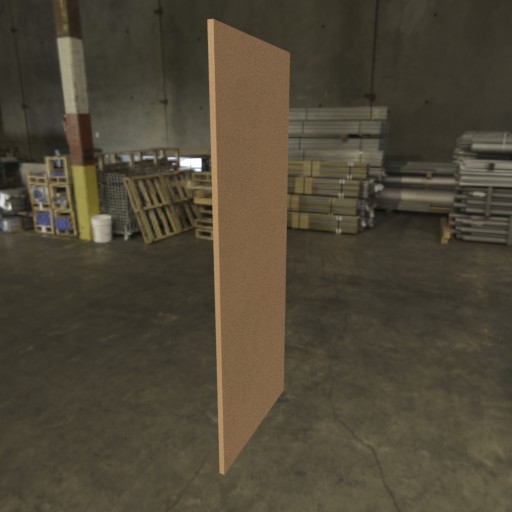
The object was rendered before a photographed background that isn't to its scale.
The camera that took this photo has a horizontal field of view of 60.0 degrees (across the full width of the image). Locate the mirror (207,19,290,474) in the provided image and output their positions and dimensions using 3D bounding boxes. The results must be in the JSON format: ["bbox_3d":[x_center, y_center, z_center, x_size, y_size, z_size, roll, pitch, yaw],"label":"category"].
[{"bbox_3d":[0.000,0.000,2.274,0.026,2.031,0.812,7,17,24],"label":"mirror"}]
